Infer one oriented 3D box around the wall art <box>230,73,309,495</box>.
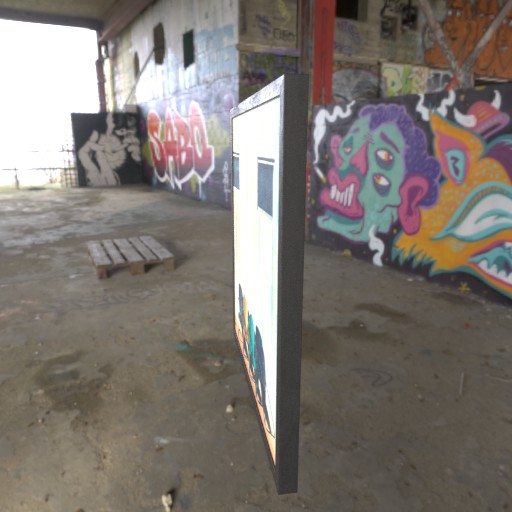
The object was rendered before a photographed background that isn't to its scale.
[{"bbox_3d":[0.000,0.000,1.131,0.039,0.763,0.763,-2,15,-9],"label":"wall art"}]
